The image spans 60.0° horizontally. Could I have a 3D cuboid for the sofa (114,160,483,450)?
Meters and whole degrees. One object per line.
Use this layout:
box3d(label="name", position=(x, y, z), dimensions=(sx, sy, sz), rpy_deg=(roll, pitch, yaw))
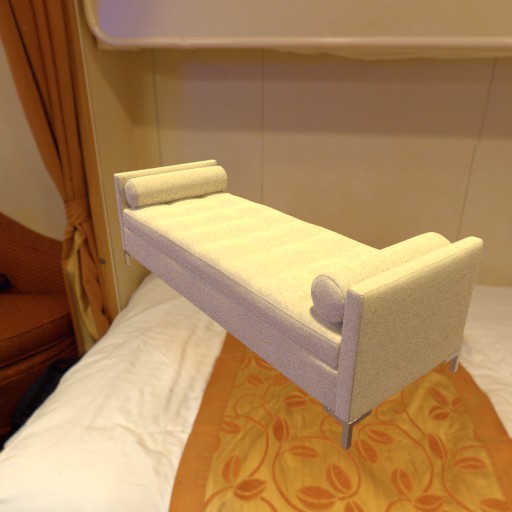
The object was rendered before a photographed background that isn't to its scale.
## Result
box3d(label="sofa", position=(0.000, 0.000, 2.478), dimensions=(0.797, 0.655, 2.102), rpy_deg=(-17, 29, -34))
